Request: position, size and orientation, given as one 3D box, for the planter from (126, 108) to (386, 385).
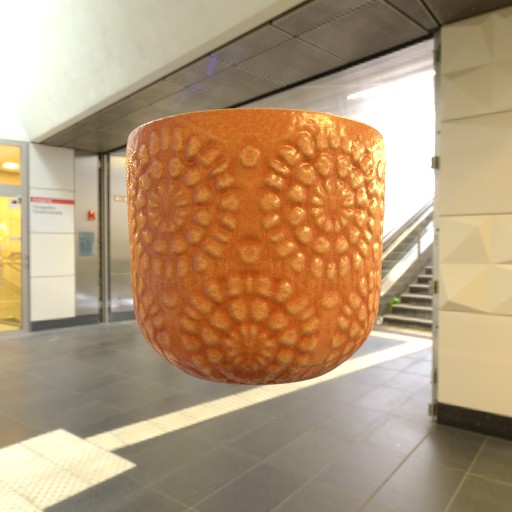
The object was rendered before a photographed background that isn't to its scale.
[{"bbox_3d":[0.000,0.000,0.221,0.124,0.109,0.124,0,1,0],"label":"planter"}]
